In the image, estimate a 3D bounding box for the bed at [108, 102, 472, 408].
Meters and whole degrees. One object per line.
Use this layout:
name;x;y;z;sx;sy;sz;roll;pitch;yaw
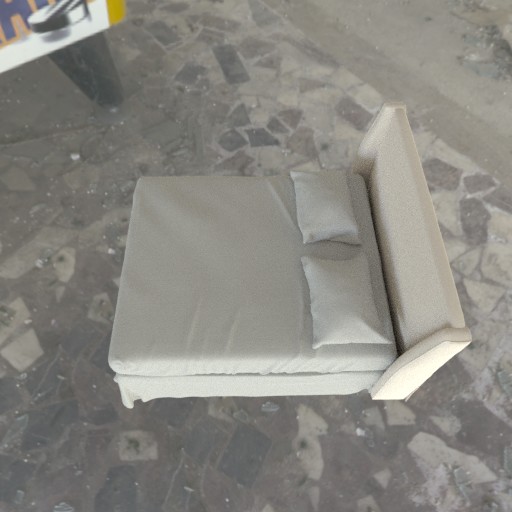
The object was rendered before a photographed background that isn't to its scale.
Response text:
bed;0.000;0.000;3.365;2.276;1.332;1.925;-1;58;0
